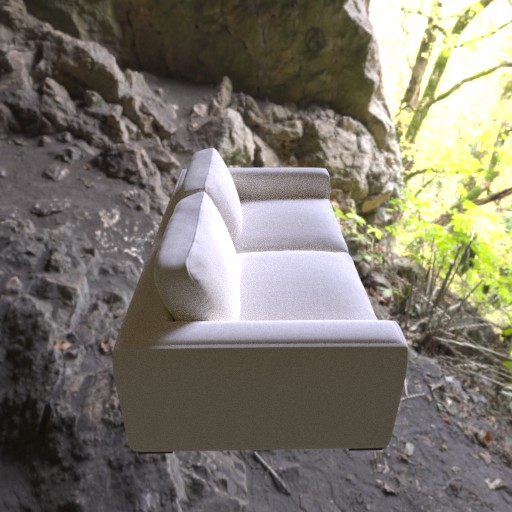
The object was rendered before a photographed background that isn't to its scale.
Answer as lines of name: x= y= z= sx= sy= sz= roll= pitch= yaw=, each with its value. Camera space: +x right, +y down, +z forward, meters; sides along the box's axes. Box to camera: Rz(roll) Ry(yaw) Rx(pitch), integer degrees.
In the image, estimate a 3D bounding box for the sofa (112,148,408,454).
sofa: x=0.000 y=0.000 z=2.419 sx=1.069 sy=0.801 sz=1.920 roll=0 pitch=30 yaw=-1
